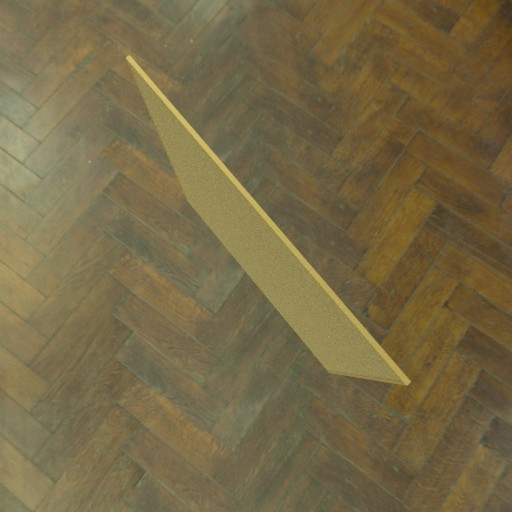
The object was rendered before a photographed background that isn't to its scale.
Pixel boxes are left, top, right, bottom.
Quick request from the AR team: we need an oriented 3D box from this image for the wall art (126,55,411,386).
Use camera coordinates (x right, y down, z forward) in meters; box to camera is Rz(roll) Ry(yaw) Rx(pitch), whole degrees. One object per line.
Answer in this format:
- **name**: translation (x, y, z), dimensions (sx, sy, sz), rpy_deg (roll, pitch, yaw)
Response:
- **wall art**: translation (0.000, 0.000, 1.431), dimensions (0.013, 0.959, 0.962), rpy_deg (-38, 80, -8)
